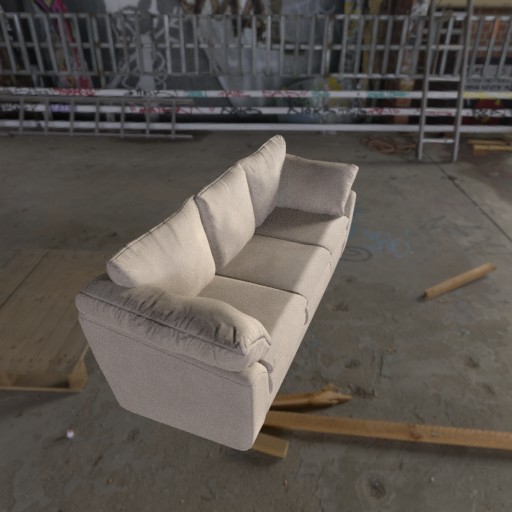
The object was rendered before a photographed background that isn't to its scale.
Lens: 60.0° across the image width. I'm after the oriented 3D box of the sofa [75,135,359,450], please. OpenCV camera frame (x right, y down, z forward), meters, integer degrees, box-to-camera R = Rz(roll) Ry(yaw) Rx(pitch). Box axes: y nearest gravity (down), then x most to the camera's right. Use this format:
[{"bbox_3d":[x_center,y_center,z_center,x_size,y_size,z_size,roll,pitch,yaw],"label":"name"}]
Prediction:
[{"bbox_3d":[0.000,0.000,2.856,0.878,0.996,2.334,11,32,19],"label":"sofa"}]
